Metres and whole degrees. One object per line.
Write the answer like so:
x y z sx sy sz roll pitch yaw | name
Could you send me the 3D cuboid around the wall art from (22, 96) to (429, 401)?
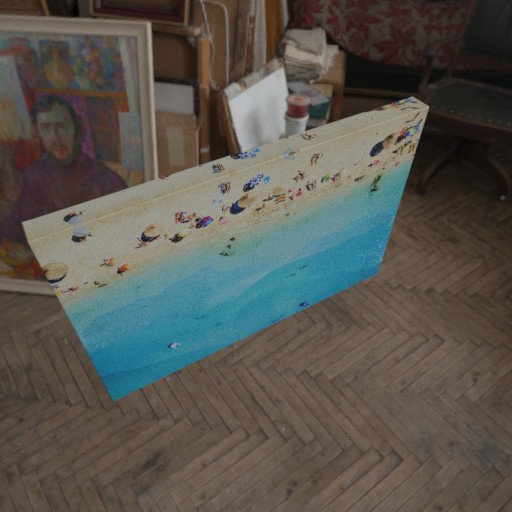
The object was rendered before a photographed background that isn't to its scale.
0.000 0.000 0.757 0.609 0.406 0.039 -23 51 -20 | wall art
